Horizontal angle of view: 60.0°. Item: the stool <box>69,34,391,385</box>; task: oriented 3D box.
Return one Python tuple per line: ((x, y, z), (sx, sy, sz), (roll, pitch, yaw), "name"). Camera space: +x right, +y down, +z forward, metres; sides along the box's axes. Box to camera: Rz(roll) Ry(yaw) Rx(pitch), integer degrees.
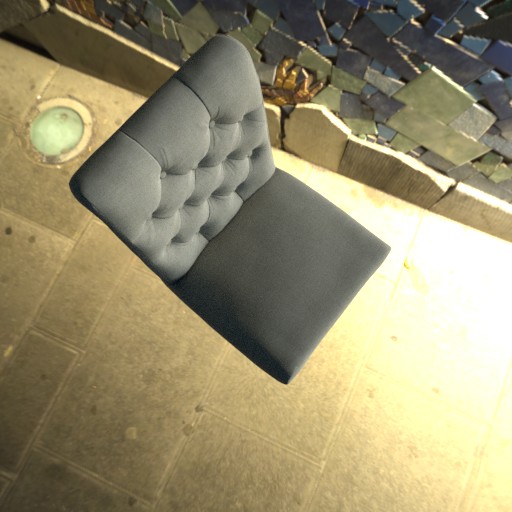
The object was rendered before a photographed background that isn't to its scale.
((0.000, 0.000, 1.326), (0.601, 1.040, 0.493), (38, 78, 9), "stool")
